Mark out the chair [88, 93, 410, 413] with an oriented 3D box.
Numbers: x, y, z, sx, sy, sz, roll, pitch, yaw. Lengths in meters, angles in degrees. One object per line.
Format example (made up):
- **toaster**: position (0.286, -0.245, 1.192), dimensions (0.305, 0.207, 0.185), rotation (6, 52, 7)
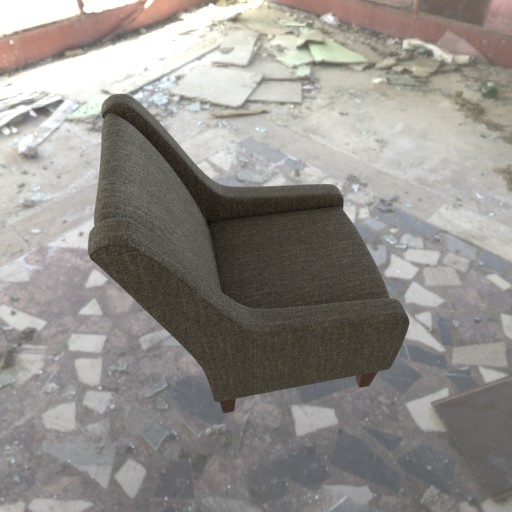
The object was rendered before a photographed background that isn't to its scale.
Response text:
- **chair**: position (0.000, 0.000, 1.683), dimensions (0.944, 1.012, 0.793), rotation (-8, 46, -8)
